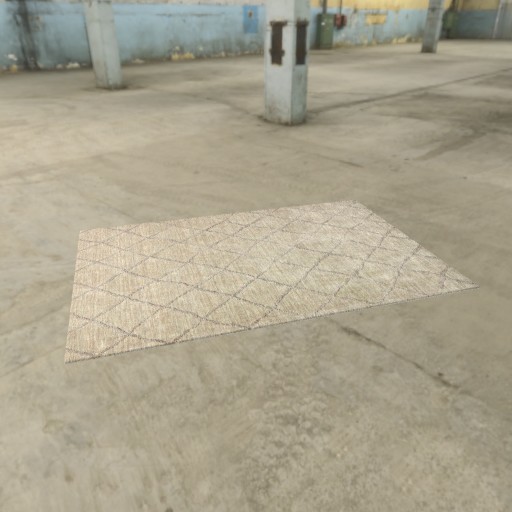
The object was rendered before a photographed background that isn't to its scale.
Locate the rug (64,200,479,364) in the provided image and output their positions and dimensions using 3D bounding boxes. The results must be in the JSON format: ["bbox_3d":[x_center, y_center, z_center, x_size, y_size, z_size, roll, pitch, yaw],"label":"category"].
[{"bbox_3d":[0.000,0.000,2.951,2.280,0.015,1.521,-8,29,-15],"label":"rug"}]
